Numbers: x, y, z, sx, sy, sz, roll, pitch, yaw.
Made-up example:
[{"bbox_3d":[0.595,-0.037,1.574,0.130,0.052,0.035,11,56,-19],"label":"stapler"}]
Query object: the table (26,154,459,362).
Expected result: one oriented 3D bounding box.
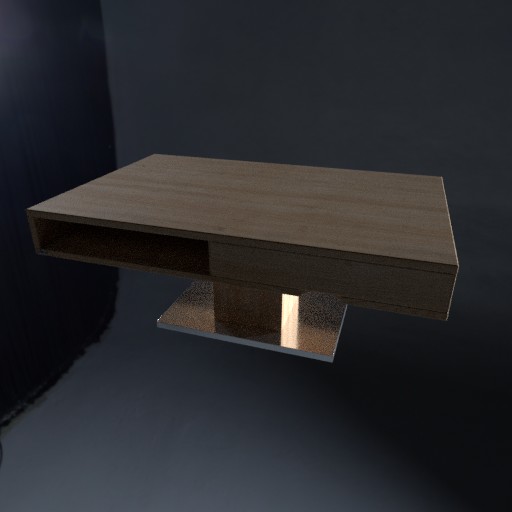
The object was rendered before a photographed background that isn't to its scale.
[{"bbox_3d":[0.000,0.000,1.455,1.100,0.440,0.700,8,27,16],"label":"table"}]
